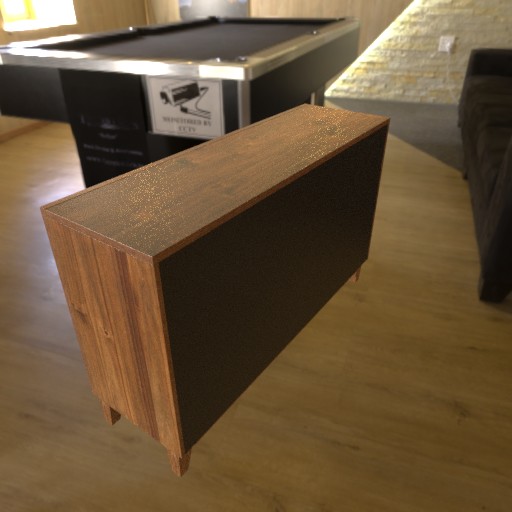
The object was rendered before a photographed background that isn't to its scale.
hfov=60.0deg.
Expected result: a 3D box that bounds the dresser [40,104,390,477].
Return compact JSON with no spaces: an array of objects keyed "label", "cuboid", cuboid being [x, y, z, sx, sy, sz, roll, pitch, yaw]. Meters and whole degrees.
[{"label":"dresser","cuboid":[0.000,0.000,1.791,0.446,0.873,1.400,21,38,29]}]
